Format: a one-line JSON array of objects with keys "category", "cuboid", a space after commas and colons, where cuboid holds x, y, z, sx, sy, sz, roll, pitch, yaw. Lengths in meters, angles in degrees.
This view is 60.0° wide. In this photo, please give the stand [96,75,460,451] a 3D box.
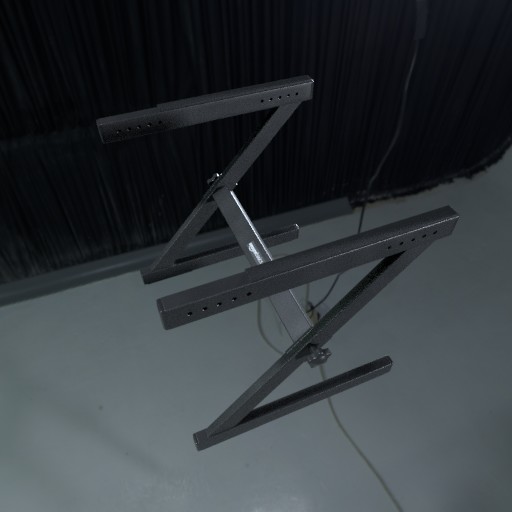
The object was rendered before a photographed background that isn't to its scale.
[{"category": "stand", "cuboid": [0.000, 0.000, 1.181, 0.586, 0.617, 0.700, -17, 49, -15]}]
